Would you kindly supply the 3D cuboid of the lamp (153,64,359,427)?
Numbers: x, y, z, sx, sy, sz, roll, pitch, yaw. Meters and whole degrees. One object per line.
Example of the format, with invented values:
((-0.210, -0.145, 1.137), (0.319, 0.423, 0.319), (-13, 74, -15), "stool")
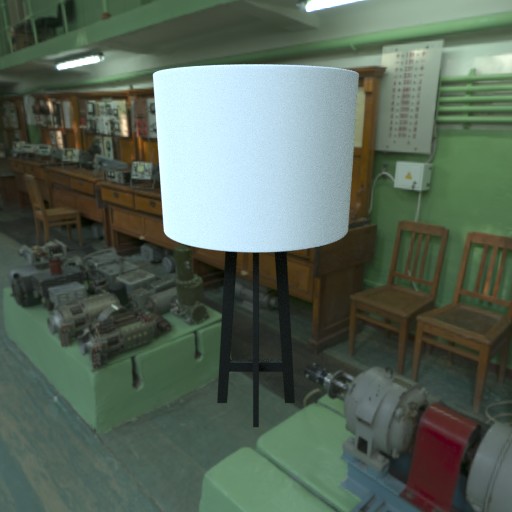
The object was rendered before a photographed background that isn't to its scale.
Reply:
((0.000, 0.000, 0.639), (0.257, 0.489, 0.257), (-16, 24, -42), "lamp")
